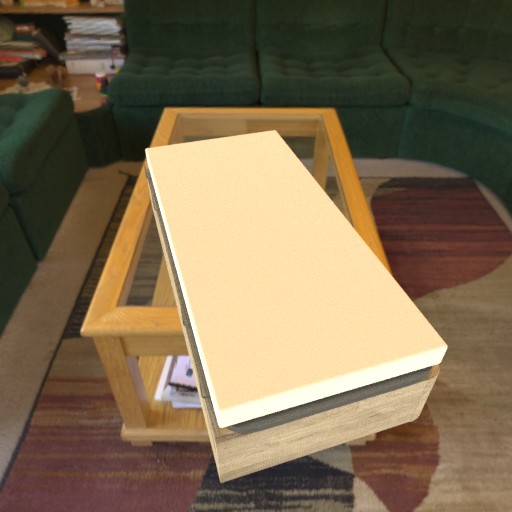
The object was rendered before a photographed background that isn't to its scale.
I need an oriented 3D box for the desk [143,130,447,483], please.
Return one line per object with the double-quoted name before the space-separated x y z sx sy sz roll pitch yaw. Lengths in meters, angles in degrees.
"desk" 0.000 0.000 2.294 0.900 0.455 1.900 -12 42 -13
